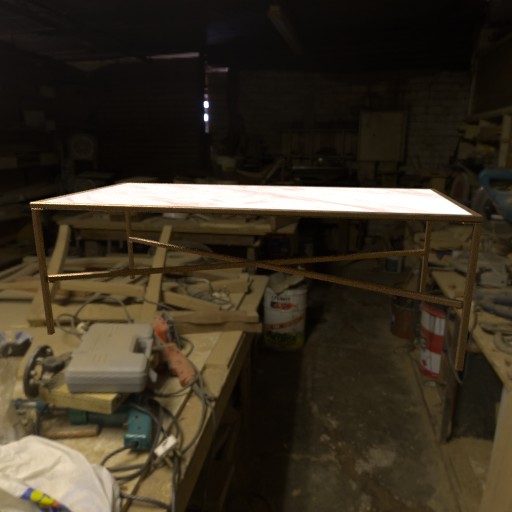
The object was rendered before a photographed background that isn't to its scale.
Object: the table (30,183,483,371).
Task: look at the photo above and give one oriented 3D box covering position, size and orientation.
[{"bbox_3d":[0.000,0.000,1.474,1.197,0.405,0.577,3,15,10],"label":"table"}]
